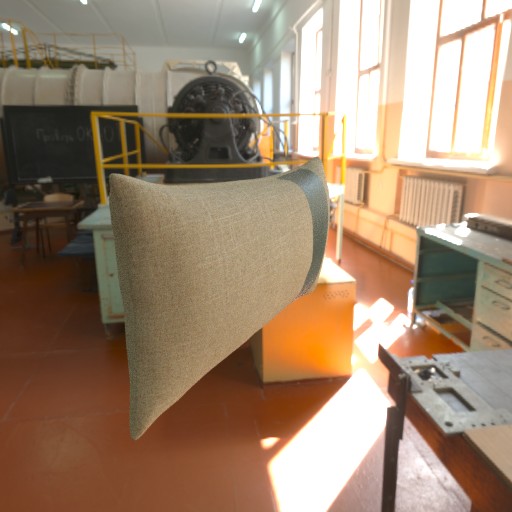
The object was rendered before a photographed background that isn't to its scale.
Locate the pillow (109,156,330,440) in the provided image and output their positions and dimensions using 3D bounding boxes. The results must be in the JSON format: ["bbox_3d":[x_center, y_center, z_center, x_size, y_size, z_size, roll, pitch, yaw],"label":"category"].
[{"bbox_3d":[0.000,0.000,1.024,0.197,0.429,0.859,7,16,26],"label":"pillow"}]
